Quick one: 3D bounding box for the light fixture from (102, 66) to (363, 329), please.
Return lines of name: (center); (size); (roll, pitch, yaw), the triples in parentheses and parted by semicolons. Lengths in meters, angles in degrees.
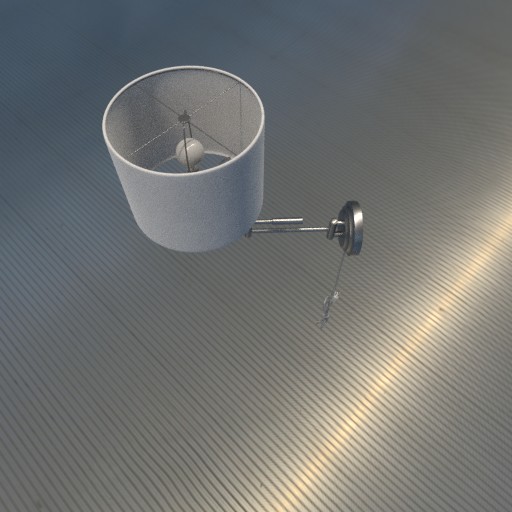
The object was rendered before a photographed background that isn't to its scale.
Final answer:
light fixture: (0.000, 0.000, 1.052); (0.479, 0.842, 0.253); (-2, 58, -1)
